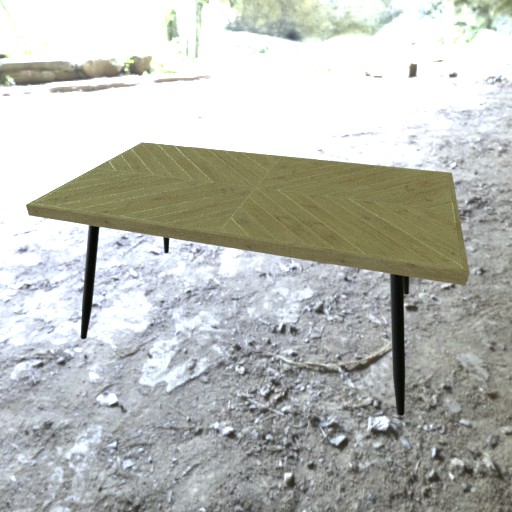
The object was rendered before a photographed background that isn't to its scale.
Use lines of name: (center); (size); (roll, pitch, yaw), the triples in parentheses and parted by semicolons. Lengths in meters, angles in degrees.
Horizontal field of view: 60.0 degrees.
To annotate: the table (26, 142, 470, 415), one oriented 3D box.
table: (0.000, 0.000, 2.307); (1.803, 0.762, 0.991); (9, 32, 15)
